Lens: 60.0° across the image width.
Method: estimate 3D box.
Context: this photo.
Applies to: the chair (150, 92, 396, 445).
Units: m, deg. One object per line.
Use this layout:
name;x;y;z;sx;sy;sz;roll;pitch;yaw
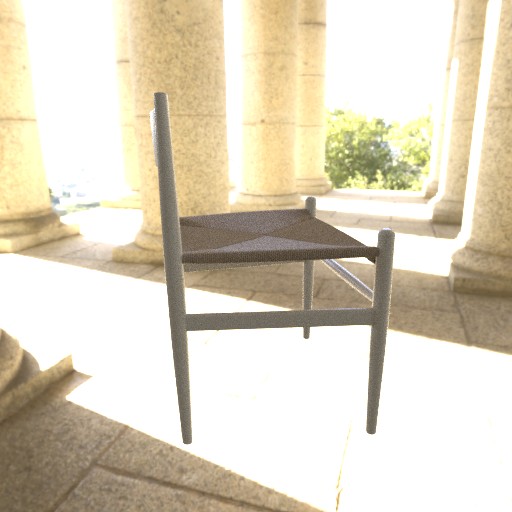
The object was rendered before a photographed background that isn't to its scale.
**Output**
chair;0.000;0.000;1.160;0.495;0.762;0.556;-3;15;-11
